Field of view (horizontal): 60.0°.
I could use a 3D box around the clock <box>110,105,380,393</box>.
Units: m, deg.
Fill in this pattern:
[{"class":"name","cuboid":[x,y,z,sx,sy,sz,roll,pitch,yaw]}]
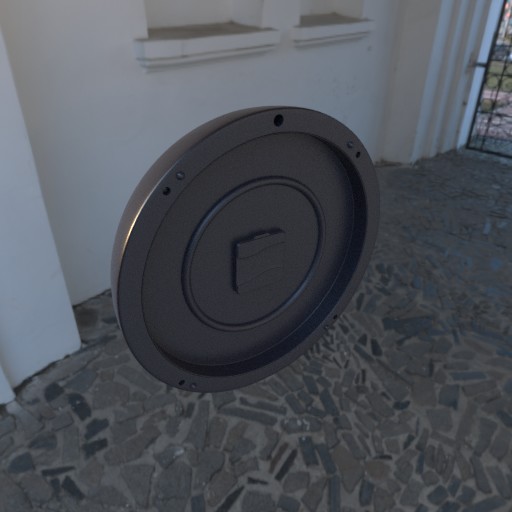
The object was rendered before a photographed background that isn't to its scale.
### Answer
[{"class":"clock","cuboid":[0.000,0.000,0.450,0.300,0.300,0.060,-19,36,-28]}]
